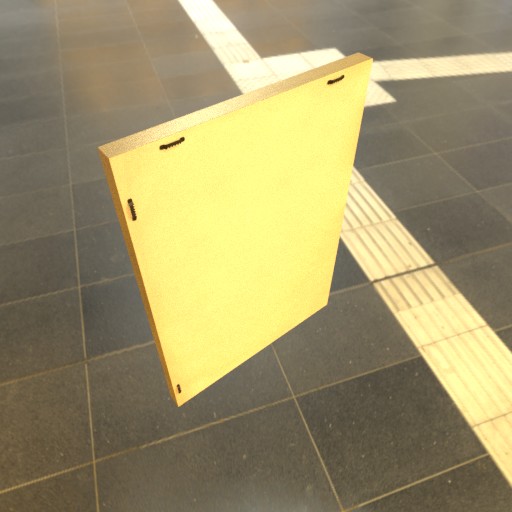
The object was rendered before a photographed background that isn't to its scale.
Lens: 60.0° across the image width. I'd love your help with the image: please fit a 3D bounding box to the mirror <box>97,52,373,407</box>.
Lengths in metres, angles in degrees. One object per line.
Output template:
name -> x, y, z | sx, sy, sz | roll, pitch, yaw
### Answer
mirror -> 0.000, 0.000, 0.942 | 0.507, 0.710, 0.040 | -30, 53, -26
